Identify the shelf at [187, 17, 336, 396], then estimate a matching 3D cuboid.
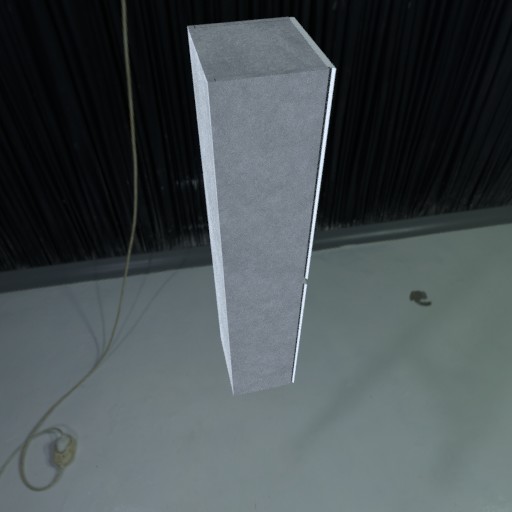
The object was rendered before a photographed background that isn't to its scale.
[{"bbox_3d":[0.000,0.000,1.514,0.270,1.400,0.300,-10,48,-9],"label":"shelf"}]
